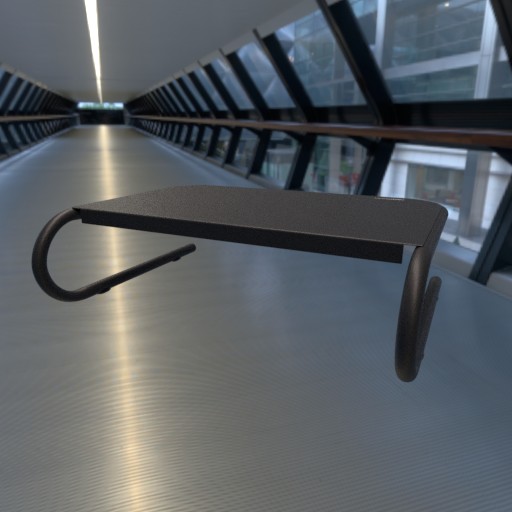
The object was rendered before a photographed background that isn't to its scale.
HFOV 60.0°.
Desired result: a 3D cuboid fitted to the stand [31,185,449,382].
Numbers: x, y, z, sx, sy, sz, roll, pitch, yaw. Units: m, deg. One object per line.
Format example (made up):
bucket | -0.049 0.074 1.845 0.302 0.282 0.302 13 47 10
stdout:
stand | 0.000 0.000 0.486 0.370 0.108 0.280 8 18 25
